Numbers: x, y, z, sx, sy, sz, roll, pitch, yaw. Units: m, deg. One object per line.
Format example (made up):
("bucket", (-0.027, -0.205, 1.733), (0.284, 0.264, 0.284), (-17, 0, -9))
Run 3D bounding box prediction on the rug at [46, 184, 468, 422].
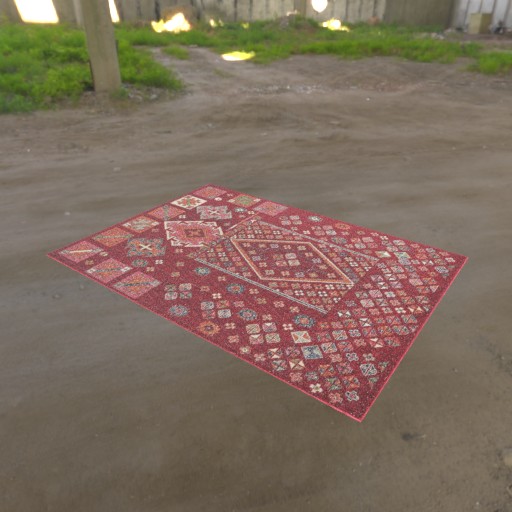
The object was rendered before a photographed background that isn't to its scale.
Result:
("rug", (0.000, 0.000, 4.281), (3.306, 0.011, 2.389), (20, 36, 31))
